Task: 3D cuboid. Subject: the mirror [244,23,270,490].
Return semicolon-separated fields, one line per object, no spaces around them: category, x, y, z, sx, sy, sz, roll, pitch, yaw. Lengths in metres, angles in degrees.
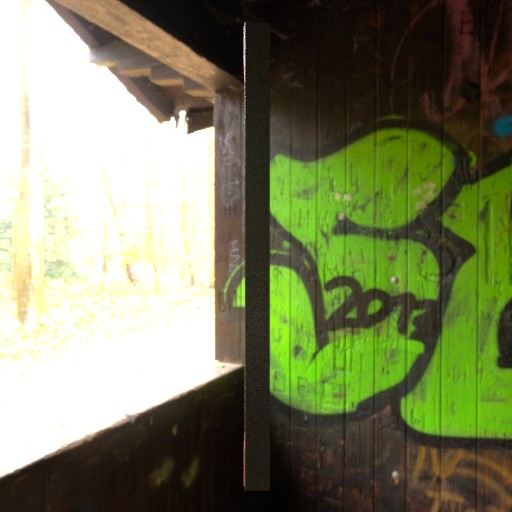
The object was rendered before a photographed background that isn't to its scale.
mirror;0.000;0.000;1.041;0.047;0.823;0.525;0;0;0
